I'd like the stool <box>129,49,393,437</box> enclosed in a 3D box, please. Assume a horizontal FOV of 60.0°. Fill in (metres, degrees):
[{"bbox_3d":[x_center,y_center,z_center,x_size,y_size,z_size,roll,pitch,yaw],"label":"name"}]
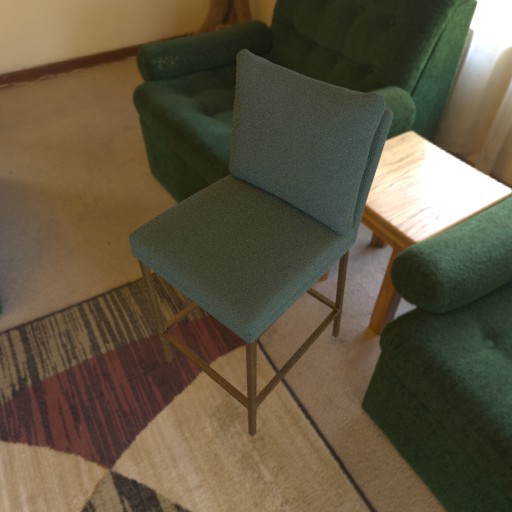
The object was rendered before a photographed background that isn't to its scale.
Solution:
[{"bbox_3d":[0.000,0.000,1.361,0.463,1.032,0.568,32,54,27],"label":"stool"}]
